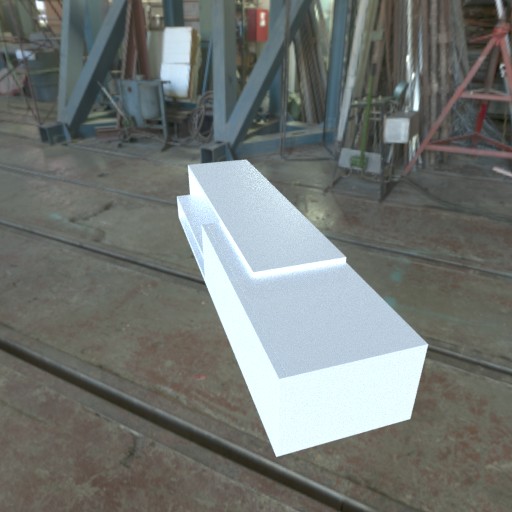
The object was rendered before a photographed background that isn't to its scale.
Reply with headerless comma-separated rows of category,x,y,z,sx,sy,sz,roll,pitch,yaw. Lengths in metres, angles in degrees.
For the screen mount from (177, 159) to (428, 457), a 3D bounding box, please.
screen mount,0.000,0.000,1.882,0.420,0.320,1.680,-9,30,-15
